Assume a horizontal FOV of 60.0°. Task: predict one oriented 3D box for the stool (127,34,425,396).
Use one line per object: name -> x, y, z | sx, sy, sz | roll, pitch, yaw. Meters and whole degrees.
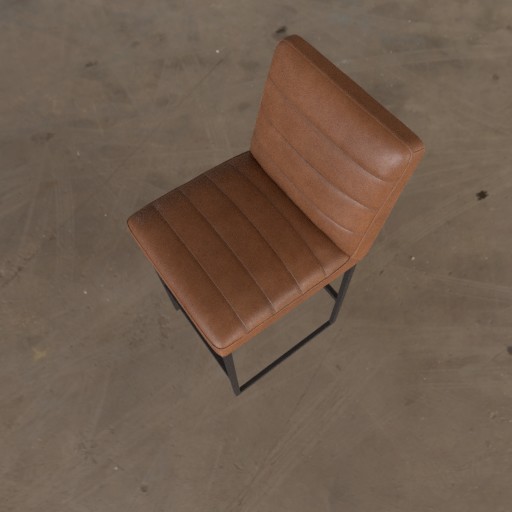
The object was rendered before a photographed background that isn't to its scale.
stool -> 0.000, 0.000, 1.335 | 0.556, 1.040, 0.458 | -34, 68, -16
